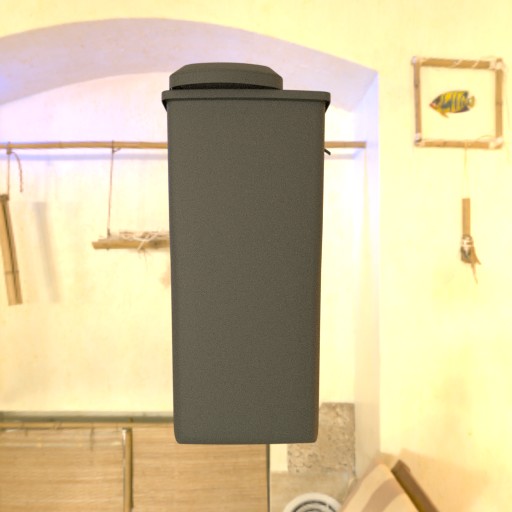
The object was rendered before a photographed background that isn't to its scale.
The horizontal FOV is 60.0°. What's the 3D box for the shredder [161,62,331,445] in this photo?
[{"bbox_3d":[0.000,0.000,0.520,0.170,0.335,0.320,0,-1,-1],"label":"shredder"}]
